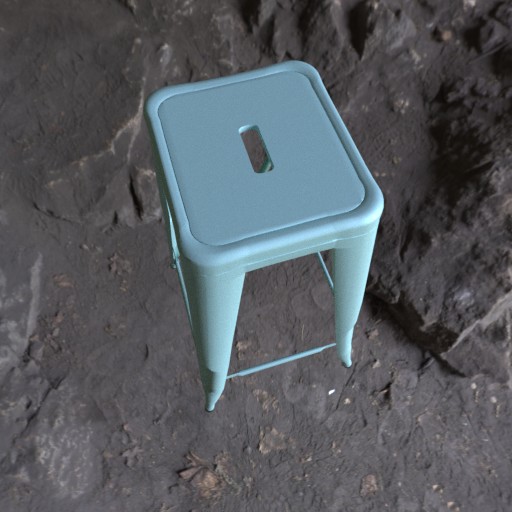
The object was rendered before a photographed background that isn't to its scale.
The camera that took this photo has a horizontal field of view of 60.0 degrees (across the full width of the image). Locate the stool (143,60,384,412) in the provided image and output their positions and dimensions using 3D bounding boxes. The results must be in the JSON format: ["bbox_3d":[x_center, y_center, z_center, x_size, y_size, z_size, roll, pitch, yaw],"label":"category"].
[{"bbox_3d":[0.000,0.000,0.838,0.359,0.609,0.399,-16,64,-8],"label":"stool"}]
